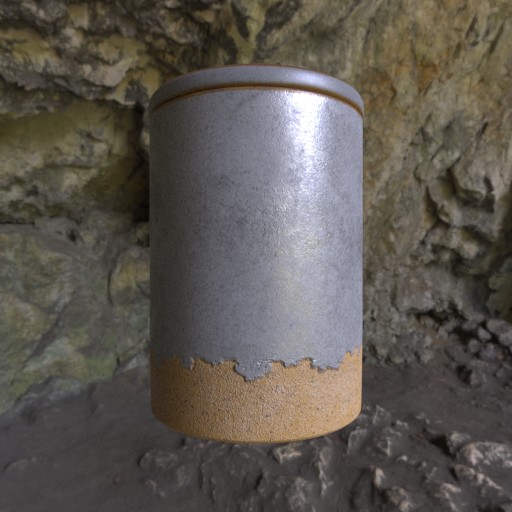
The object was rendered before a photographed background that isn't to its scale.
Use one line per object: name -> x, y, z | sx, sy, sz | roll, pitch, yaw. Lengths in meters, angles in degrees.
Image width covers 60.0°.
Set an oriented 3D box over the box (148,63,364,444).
box -> 0.000, 0.000, 0.248 | 0.118, 0.168, 0.118 | 0, -1, 0
